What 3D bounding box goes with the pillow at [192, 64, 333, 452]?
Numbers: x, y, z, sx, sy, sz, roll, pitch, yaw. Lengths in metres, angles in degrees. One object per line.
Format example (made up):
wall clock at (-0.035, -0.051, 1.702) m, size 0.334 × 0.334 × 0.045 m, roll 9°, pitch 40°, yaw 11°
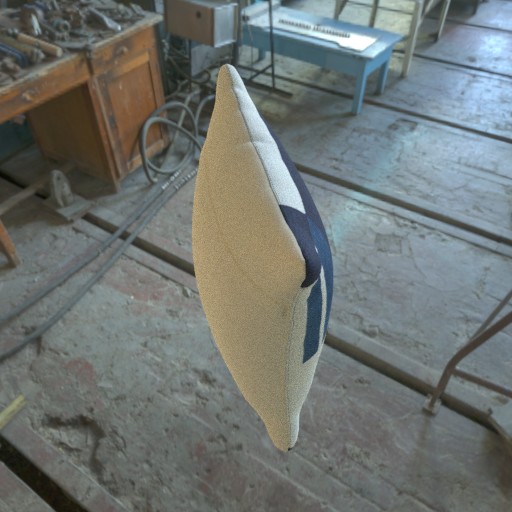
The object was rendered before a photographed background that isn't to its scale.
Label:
pillow at (0.000, 0.000, 0.815) m, size 0.229 × 0.506 × 0.536 m, roll -9°, pitch 47°, yaw -9°
